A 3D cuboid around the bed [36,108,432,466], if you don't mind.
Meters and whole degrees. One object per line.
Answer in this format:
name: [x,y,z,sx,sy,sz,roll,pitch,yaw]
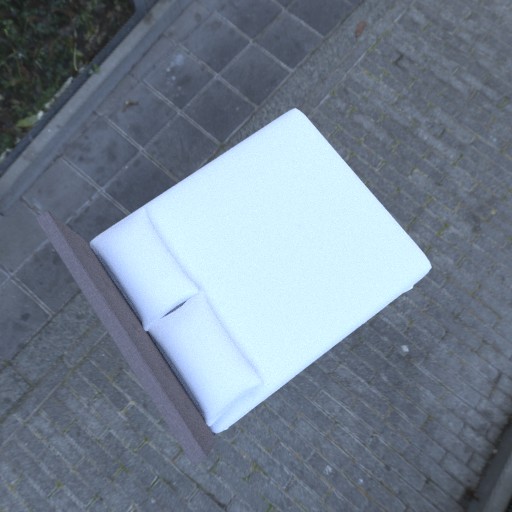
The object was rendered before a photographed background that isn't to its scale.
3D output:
bed: [0.000,0.000,2.938,1.894,1.089,1.610,-35,78,-9]
